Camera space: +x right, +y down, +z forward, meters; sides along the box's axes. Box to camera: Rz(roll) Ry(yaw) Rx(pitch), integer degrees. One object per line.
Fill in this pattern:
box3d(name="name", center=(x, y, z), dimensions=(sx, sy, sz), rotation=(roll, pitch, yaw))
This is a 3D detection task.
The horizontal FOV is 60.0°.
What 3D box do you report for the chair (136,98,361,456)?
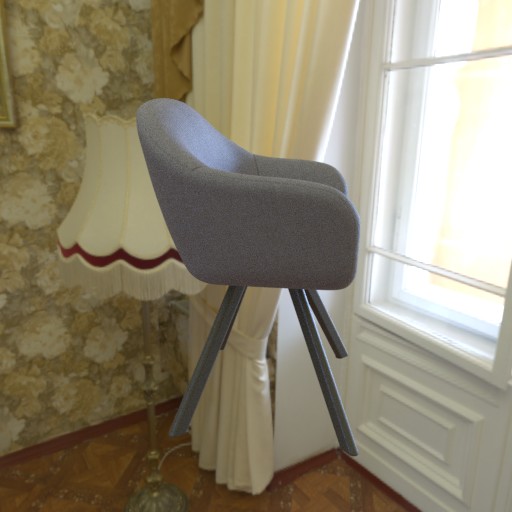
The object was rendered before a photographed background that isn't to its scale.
box3d(name="chair", center=(0.000, 0.000, 1.179), dimensions=(0.550, 0.795, 0.590), rotation=(2, 16, 8))
